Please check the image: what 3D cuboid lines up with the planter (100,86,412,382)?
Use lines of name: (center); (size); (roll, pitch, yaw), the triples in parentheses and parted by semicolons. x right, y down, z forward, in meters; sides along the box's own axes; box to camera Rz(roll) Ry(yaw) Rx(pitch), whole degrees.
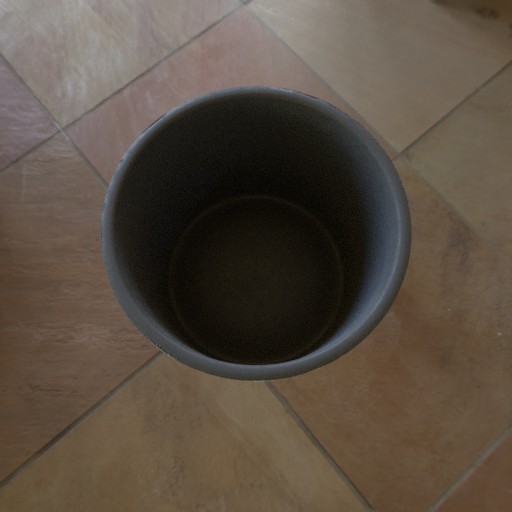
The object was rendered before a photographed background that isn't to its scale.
planter: (0.000, 0.000, 0.411); (0.226, 0.201, 0.226); (0, 75, 0)
